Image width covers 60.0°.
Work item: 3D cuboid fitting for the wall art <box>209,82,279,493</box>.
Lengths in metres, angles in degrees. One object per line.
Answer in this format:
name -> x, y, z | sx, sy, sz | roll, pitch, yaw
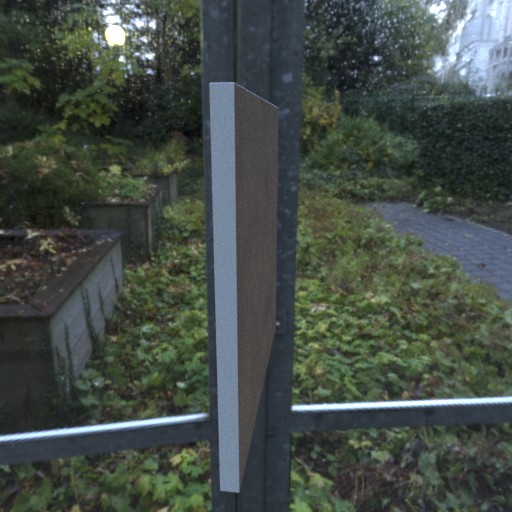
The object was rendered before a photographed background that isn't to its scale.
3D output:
wall art -> 0.000, 0.000, 0.680 | 0.023, 0.453, 0.455 | 2, 16, 8
